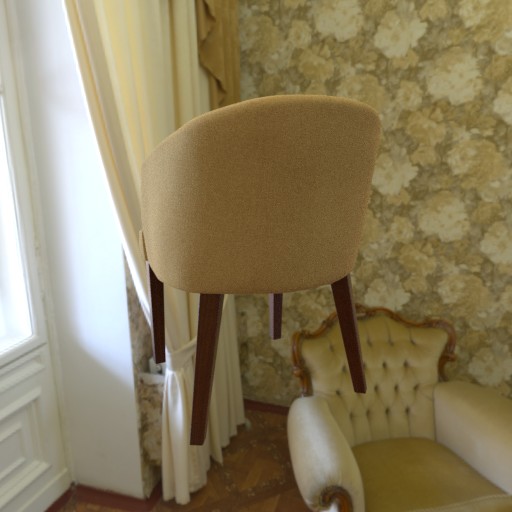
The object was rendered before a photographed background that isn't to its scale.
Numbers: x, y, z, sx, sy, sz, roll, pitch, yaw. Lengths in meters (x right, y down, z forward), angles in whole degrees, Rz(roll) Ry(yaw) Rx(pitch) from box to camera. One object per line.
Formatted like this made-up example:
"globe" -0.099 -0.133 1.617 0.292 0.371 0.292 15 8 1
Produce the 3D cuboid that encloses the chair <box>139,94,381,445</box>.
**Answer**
"chair" 0.000 0.000 1.272 0.583 0.811 0.655 -7 15 -26
